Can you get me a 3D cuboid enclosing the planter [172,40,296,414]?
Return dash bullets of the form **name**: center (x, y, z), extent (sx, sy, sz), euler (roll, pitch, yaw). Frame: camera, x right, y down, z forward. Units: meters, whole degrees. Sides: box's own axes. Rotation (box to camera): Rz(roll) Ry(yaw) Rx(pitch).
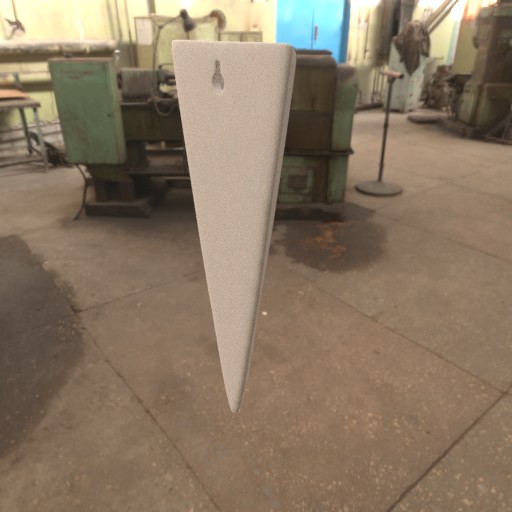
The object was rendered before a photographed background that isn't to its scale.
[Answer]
- **planter**: center (0.000, 0.000, 0.387), extent (0.065, 0.338, 0.143), euler (-18, 32, -32)
